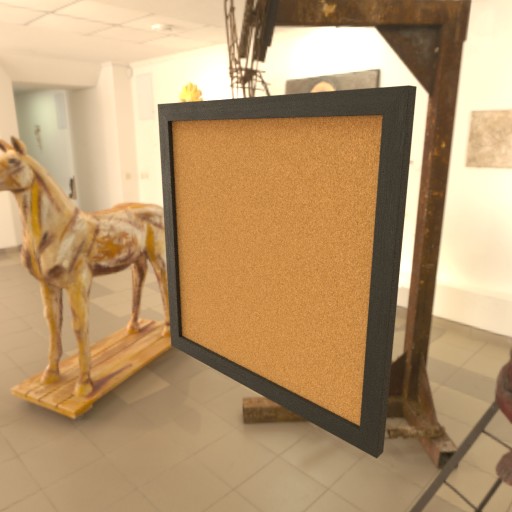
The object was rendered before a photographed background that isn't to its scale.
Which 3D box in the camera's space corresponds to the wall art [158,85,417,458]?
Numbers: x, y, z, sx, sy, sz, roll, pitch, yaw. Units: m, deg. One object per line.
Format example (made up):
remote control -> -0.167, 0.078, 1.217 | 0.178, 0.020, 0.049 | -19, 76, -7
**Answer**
wall art -> 0.000, 0.000, 1.504 | 1.016, 1.016, 0.038 | 15, 21, 42
